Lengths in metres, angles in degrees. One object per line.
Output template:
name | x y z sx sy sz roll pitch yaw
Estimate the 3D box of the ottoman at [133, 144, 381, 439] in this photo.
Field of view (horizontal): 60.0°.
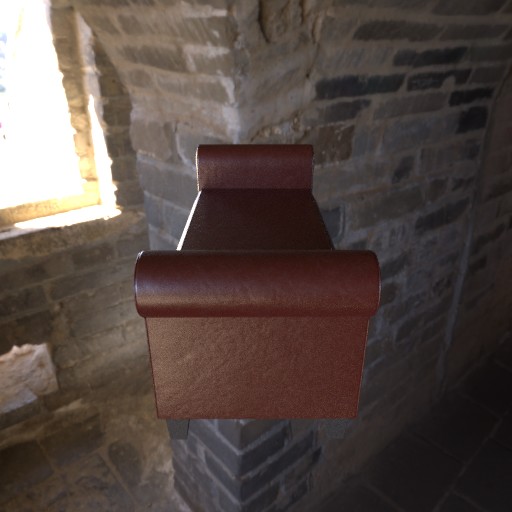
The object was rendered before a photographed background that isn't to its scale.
ottoman | 0.000 0.000 1.552 0.521 0.547 1.256 0 26 0
